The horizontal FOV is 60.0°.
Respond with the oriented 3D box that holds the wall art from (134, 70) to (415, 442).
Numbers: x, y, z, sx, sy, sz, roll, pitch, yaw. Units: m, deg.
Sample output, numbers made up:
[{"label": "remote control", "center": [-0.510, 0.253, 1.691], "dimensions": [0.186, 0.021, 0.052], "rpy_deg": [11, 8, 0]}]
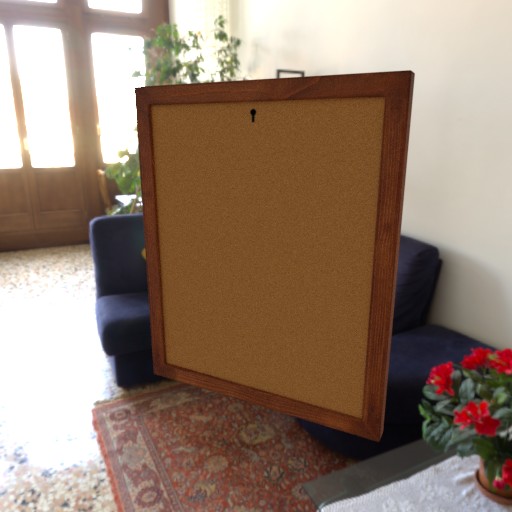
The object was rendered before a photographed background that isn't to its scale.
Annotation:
[{"label": "wall art", "center": [0.000, 0.000, 0.754], "dimensions": [0.462, 0.558, 0.030], "rpy_deg": [8, 17, 26]}]
